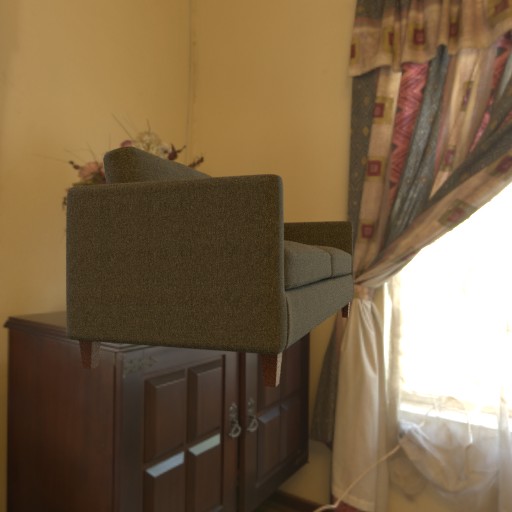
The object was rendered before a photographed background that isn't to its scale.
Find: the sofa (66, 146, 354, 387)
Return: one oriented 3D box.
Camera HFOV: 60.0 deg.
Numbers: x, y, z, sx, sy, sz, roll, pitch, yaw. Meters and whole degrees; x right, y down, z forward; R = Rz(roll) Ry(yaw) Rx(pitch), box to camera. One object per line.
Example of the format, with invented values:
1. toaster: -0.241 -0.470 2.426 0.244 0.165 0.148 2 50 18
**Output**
1. sofa: 0.000 0.000 2.709 0.948 0.965 2.208 0 0 19
